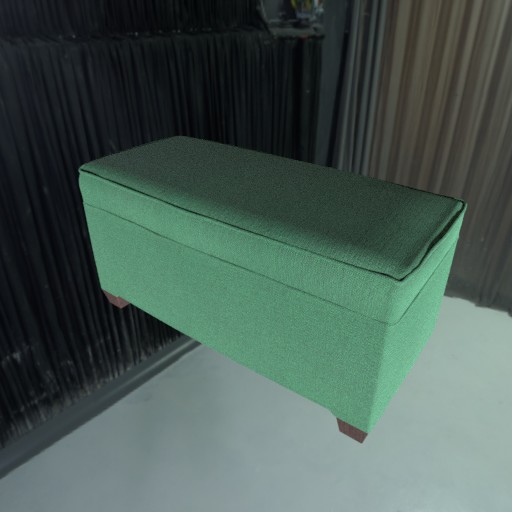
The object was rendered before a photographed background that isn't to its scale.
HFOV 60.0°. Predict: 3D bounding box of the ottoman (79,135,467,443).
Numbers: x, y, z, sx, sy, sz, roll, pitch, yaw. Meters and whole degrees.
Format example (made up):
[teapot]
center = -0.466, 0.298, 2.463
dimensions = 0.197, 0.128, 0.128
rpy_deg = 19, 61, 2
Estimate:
[ottoman]
center = 0.000, 0.000, 1.237
dimensions = 0.957, 0.471, 0.483
rpy_deg = 21, 36, 31
